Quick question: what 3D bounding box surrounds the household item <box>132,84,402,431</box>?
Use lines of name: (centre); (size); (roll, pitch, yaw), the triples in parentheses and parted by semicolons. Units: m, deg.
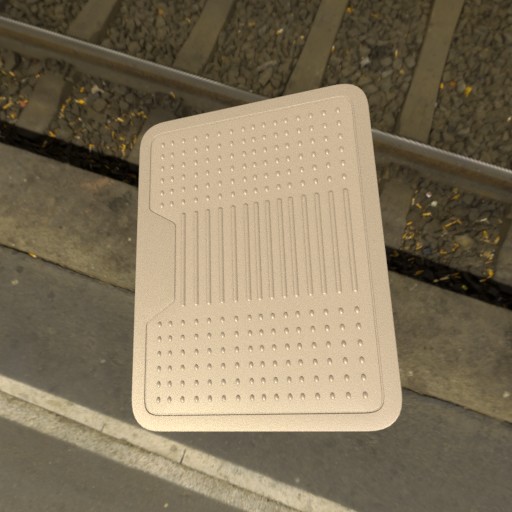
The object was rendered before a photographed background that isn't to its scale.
household item: (0.000, 0.000, 0.531); (0.301, 0.126, 0.390); (-2, 75, -1)
